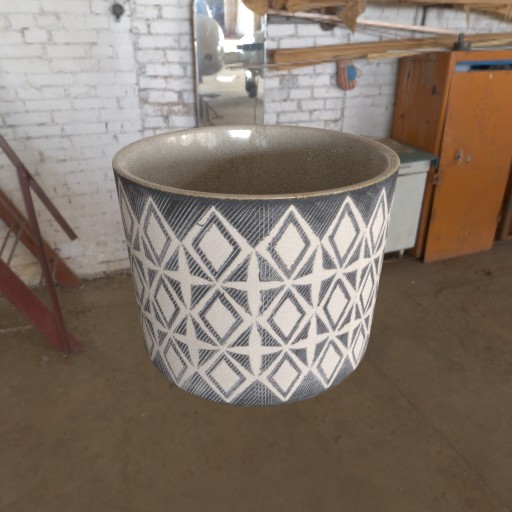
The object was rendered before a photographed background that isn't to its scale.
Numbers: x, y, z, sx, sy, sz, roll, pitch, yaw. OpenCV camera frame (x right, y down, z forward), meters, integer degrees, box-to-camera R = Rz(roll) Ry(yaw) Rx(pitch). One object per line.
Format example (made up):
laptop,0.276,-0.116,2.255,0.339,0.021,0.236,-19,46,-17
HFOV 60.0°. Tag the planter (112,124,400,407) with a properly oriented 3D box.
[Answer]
planter,0.000,0.000,0.345,0.192,0.165,0.192,0,27,0
